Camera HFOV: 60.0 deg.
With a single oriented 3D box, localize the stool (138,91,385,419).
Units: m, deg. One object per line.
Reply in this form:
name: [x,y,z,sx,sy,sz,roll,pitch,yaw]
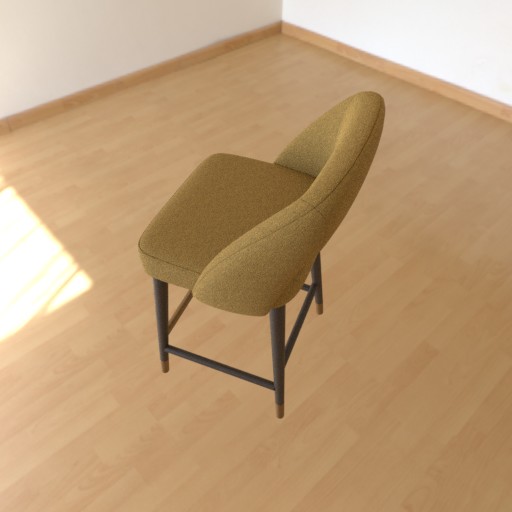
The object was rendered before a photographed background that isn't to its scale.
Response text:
stool: [0.000,0.000,1.263,0.522,0.939,0.536,17,50,15]
